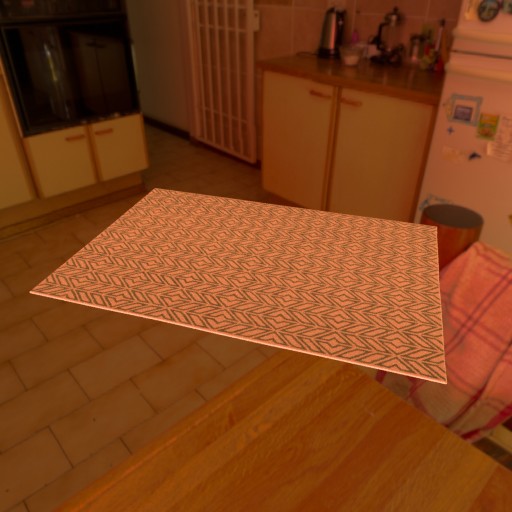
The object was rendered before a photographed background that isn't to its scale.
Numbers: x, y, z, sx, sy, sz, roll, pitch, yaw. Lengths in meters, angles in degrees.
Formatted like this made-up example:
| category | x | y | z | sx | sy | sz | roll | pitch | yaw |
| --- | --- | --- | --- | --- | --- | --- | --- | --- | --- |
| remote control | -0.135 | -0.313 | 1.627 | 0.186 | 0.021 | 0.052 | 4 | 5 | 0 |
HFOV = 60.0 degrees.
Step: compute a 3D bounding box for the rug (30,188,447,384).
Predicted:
| category | x | y | z | sx | sy | sz | roll | pitch | yaw |
| --- | --- | --- | --- | --- | --- | --- | --- | --- | --- |
| rug | 0.000 | 0.000 | 2.323 | 1.828 | 0.007 | 1.220 | 10 | 34 | 14 |
